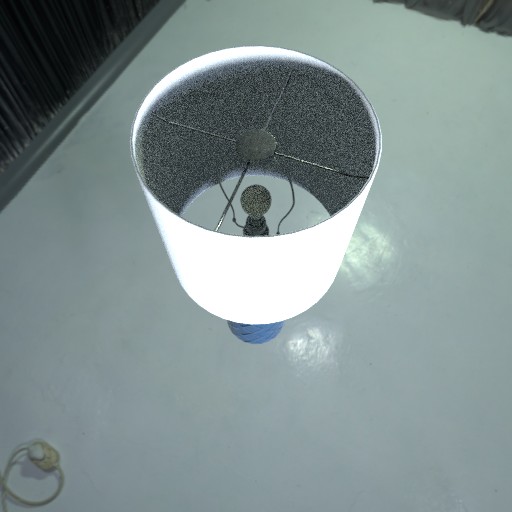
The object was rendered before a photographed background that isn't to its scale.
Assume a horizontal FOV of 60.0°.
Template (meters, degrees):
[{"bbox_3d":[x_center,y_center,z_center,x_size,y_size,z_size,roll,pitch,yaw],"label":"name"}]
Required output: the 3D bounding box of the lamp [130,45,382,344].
[{"bbox_3d":[0.000,0.000,0.571,0.207,0.461,0.207,19,65,9],"label":"lamp"}]
